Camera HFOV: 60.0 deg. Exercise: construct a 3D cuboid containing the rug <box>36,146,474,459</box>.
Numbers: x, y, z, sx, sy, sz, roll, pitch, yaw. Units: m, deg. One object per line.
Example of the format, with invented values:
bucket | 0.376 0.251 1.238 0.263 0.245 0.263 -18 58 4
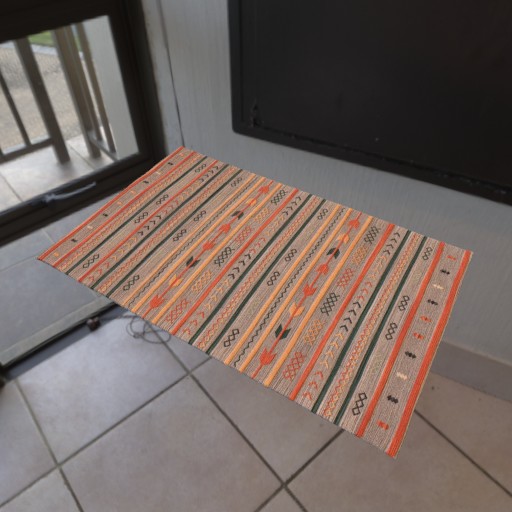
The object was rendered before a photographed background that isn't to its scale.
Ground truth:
rug | 0.000 0.000 2.913 2.439 0.029 1.537 24 51 21
